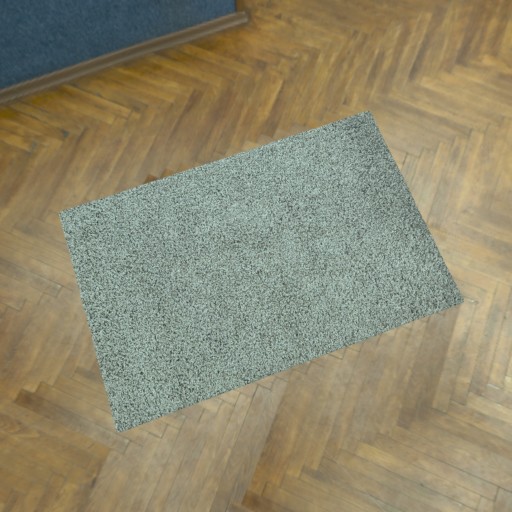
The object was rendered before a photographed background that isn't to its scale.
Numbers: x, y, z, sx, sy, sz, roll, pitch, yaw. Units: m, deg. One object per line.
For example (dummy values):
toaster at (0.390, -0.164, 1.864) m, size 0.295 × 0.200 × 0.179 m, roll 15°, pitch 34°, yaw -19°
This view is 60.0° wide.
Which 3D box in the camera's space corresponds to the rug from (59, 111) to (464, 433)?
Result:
rug at (0.000, 0.000, 3.480) m, size 2.743 × 0.030 × 1.778 m, roll -19°, pitch 75°, yaw -5°
